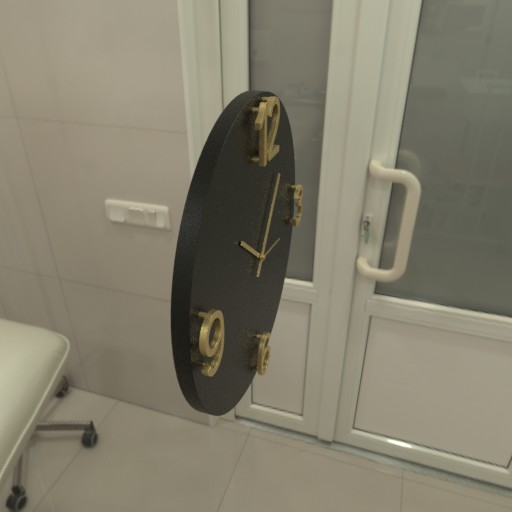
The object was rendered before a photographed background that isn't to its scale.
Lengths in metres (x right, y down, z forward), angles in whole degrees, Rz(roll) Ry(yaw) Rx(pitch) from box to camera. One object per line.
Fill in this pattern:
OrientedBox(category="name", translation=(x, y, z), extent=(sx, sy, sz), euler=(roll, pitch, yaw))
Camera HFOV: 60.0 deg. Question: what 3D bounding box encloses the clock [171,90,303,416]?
OrientedBox(category="clock", translation=(0.000, 0.000, 0.650), extent=(0.038, 0.454, 0.454), euler=(9, 31, 16))
